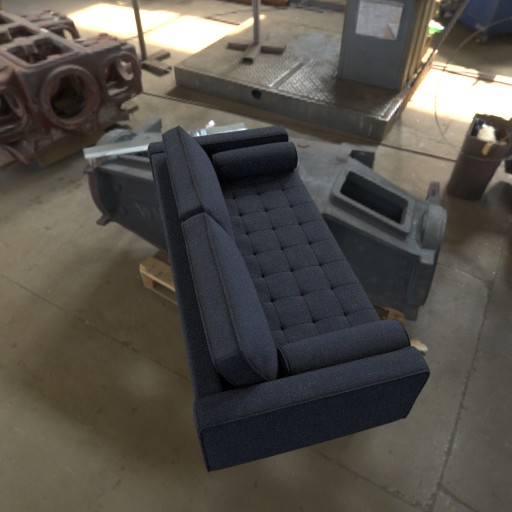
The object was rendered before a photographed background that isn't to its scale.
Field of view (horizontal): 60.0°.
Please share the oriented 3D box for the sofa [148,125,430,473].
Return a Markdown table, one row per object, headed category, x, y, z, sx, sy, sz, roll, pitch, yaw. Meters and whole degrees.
| category | x | y | z | sx | sy | sz | roll | pitch | yaw |
| --- | --- | --- | --- | --- | --- | --- | --- | --- | --- |
| sofa | 0.000 | 0.000 | 2.340 | 0.914 | 0.762 | 1.880 | -11 | 47 | -10 |
